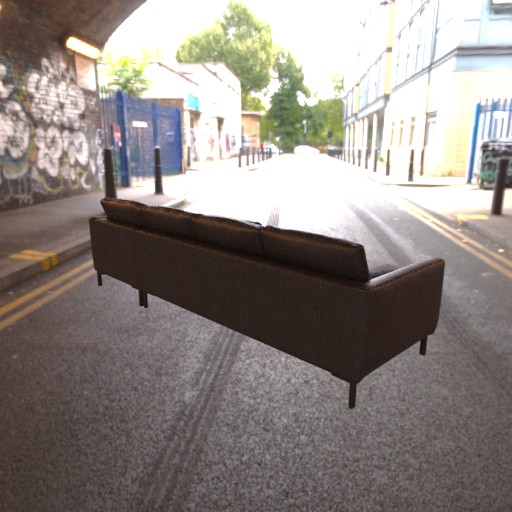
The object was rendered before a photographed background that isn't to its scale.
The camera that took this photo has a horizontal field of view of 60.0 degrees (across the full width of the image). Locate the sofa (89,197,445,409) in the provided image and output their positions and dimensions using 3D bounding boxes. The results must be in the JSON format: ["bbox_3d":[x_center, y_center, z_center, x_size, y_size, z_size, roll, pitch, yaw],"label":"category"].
[{"bbox_3d":[0.000,0.000,3.642,1.471,0.859,2.993,-13,19,-43],"label":"sofa"}]
